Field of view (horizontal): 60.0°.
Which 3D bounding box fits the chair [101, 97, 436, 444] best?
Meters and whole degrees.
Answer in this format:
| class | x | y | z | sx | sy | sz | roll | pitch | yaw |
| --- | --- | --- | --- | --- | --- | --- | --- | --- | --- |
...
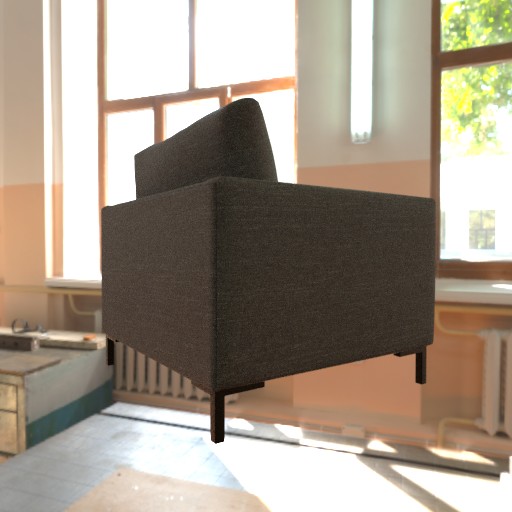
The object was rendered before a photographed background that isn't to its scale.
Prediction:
| class | x | y | z | sx | sy | sz | roll | pitch | yaw |
| --- | --- | --- | --- | --- | --- | --- | --- | --- | --- |
| chair | 0.000 | 0.000 | 1.588 | 0.845 | 0.841 | 0.940 | -1 | 1 | -35 |
